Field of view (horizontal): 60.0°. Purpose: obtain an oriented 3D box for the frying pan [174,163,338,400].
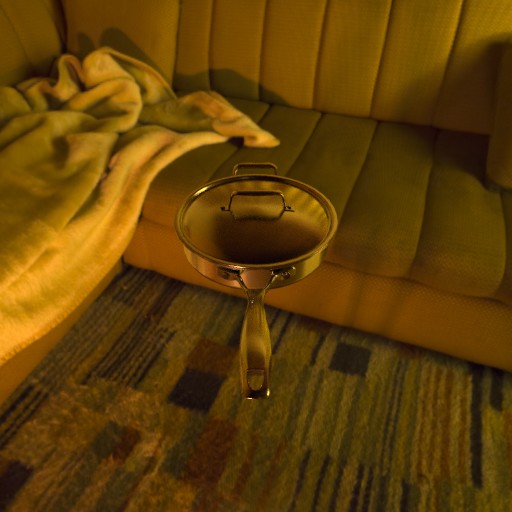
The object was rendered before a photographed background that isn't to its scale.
[{"bbox_3d":[0.000,0.000,0.691,0.280,0.114,0.561,0,40,0],"label":"frying pan"}]
